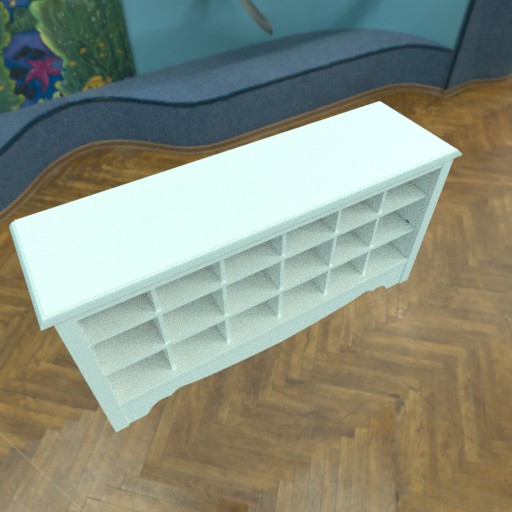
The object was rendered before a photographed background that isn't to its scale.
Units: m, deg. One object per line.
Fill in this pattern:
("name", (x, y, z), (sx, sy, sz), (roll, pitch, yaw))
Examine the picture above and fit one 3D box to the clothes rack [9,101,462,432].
("clothes rack", (0.000, 0.000, 1.296), (1.120, 0.531, 0.324), (-23, 51, -20))
